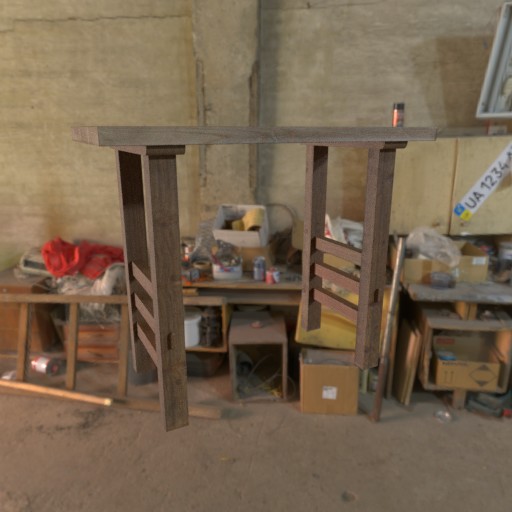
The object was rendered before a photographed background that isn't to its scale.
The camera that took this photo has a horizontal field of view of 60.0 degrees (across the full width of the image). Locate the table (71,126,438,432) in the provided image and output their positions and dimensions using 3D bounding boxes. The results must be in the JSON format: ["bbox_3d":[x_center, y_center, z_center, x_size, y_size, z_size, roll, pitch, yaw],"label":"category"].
[{"bbox_3d":[0.000,0.000,1.634,1.119,0.914,0.556,-8,18,-27],"label":"table"}]
